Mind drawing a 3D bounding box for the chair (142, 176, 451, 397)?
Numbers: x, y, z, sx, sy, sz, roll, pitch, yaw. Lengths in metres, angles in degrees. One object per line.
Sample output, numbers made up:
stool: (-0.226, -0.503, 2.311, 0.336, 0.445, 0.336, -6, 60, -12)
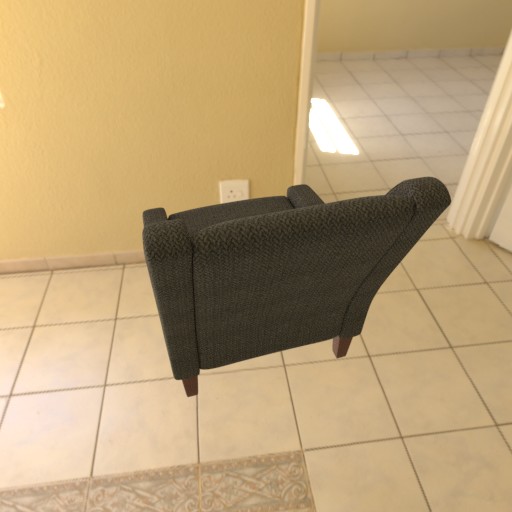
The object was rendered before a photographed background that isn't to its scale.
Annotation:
chair: (0.000, 0.000, 1.704, 0.793, 1.012, 0.944, -11, 42, -13)
